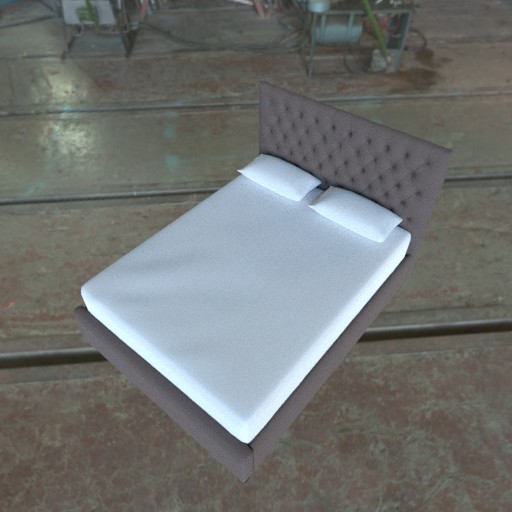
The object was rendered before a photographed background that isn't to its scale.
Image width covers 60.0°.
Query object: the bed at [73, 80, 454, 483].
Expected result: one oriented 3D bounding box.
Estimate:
[{"bbox_3d":[0.000,0.000,3.283,1.696,1.426,2.233,31,53,26],"label":"bed"}]
